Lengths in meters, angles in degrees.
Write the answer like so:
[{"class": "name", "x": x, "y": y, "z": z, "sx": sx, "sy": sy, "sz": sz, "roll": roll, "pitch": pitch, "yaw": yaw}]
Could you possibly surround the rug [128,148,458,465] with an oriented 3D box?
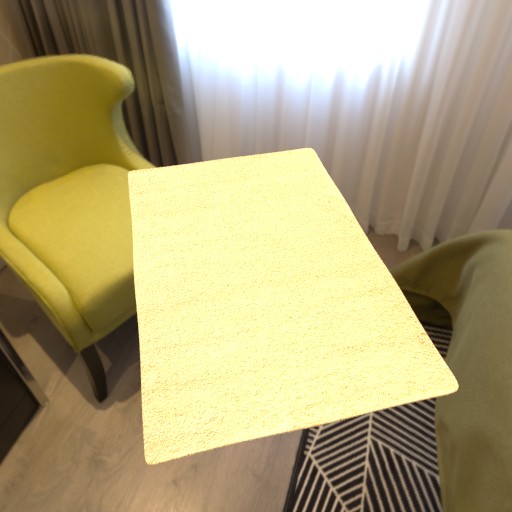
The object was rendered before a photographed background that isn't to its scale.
[{"class": "rug", "x": 0.000, "y": 0.000, "z": 3.332, "sx": 1.798, "sy": 0.025, "sz": 2.698, "roll": -10, "pitch": 46, "yaw": -9}]
